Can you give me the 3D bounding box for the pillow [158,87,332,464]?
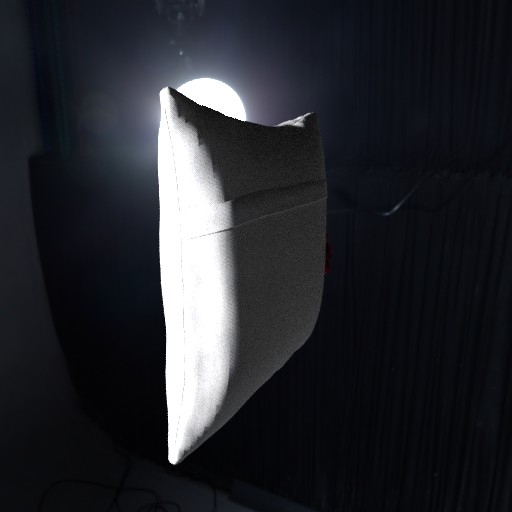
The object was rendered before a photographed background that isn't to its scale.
[{"bbox_3d":[0.000,0.000,0.669,0.173,0.436,0.433,7,16,26],"label":"pillow"}]
